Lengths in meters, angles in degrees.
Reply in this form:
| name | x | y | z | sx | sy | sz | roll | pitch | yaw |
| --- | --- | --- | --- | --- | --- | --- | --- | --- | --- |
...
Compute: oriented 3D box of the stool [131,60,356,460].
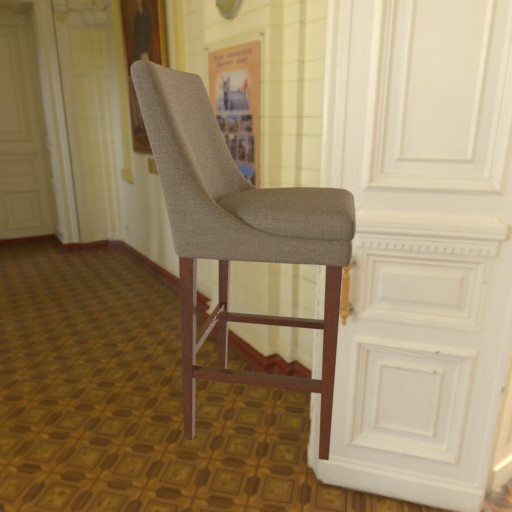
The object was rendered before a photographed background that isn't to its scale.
| name | x | y | z | sx | sy | sz | roll | pitch | yaw |
| --- | --- | --- | --- | --- | --- | --- | --- | --- | --- |
| stool | 0.000 | 0.000 | 1.361 | 0.577 | 1.078 | 0.470 | 3 | 18 | 11 |
